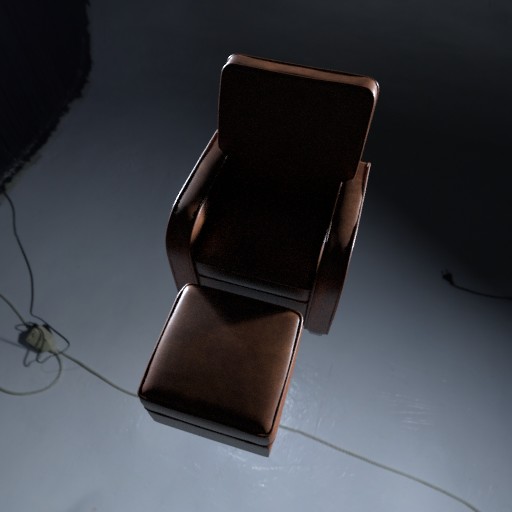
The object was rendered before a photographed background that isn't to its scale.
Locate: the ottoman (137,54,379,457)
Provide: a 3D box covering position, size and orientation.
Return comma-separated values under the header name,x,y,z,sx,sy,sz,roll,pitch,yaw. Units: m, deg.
name,x,y,z,sx,sy,sz,roll,pitch,yaw
ottoman,0.000,0.000,1.788,0.732,0.904,1.314,14,58,9
